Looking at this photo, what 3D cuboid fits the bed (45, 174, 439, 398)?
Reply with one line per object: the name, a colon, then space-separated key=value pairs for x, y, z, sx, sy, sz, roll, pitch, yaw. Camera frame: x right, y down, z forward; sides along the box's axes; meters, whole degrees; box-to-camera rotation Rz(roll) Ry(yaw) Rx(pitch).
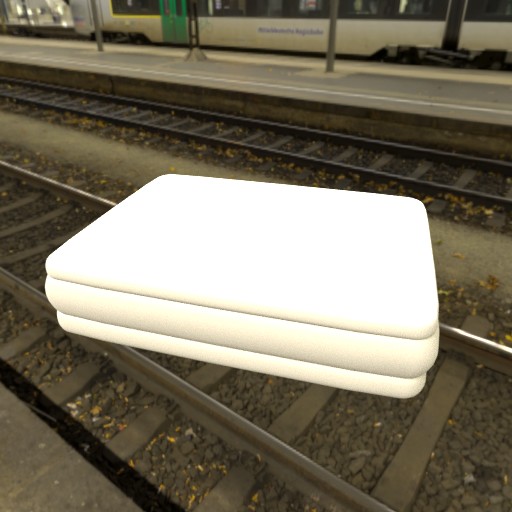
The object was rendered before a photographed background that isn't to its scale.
bed: x=0.000 y=0.000 z=2.712 sx=2.036 sy=0.460 sz=1.520 roll=8 pitch=30 yaw=14
